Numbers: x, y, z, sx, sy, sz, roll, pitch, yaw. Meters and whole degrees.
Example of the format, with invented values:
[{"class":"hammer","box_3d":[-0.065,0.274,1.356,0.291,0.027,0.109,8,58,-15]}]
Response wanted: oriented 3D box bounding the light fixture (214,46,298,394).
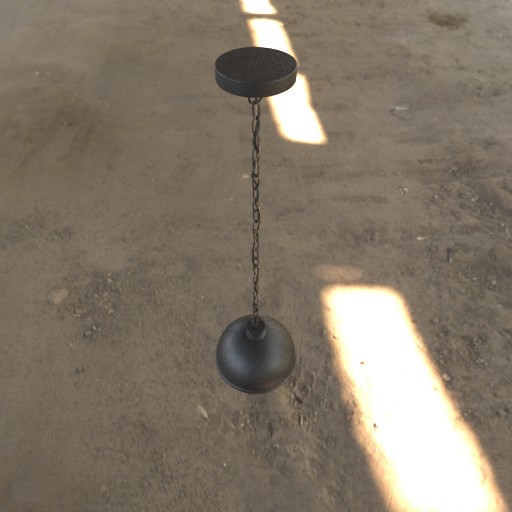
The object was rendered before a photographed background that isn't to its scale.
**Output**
[{"class":"light fixture","box_3d":[0.000,0.000,1.253,0.304,1.090,0.304,-33,55,-27]}]
